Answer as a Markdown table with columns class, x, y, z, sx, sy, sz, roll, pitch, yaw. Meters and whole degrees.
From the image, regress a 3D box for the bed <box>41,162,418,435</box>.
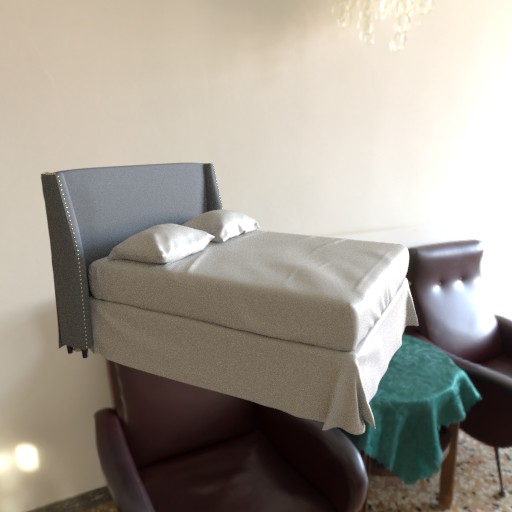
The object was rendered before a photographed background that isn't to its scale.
| class | x | y | z | sx | sy | sz | roll | pitch | yaw |
| --- | --- | --- | --- | --- | --- | --- | --- | --- | --- |
| bed | 0.000 | 0.000 | 3.405 | 2.276 | 1.332 | 1.925 | 7 | 16 | 27 |
